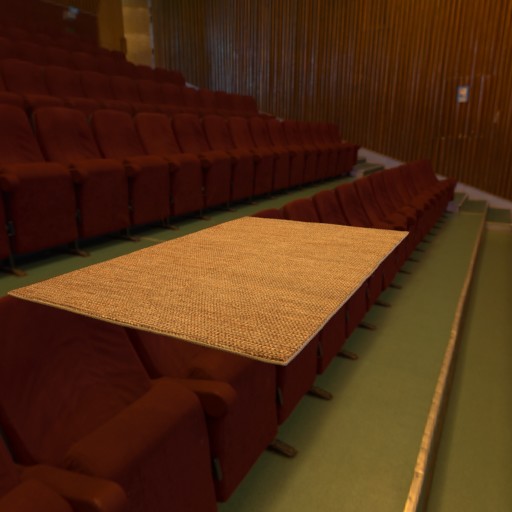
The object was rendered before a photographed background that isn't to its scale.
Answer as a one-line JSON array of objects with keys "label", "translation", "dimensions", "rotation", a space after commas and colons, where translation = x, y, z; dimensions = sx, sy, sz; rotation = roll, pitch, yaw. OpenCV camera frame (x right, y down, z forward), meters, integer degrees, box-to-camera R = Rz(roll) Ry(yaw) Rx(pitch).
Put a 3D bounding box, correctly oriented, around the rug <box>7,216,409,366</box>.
[{"label": "rug", "translation": [0.000, 0.000, 2.900], "dimensions": [1.521, 0.034, 2.438], "rotation": [8, 17, 27]}]
